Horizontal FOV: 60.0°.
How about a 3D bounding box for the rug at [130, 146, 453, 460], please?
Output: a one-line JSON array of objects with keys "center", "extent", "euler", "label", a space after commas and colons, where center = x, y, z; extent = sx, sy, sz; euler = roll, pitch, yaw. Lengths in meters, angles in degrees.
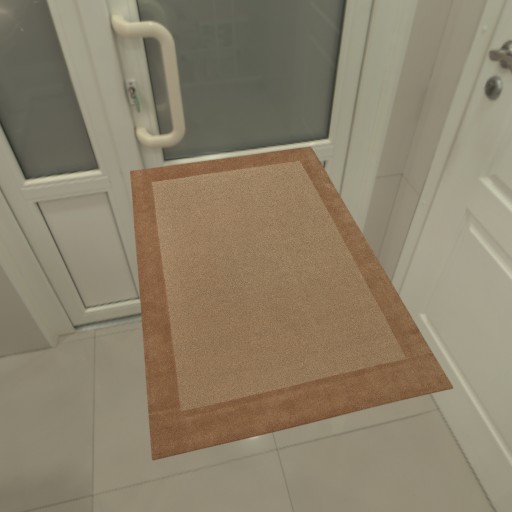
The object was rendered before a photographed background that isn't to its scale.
[{"center": [0.000, 0.000, 2.325], "extent": [1.219, 0.014, 1.829], "euler": [-10, 47, -9], "label": "rug"}]
